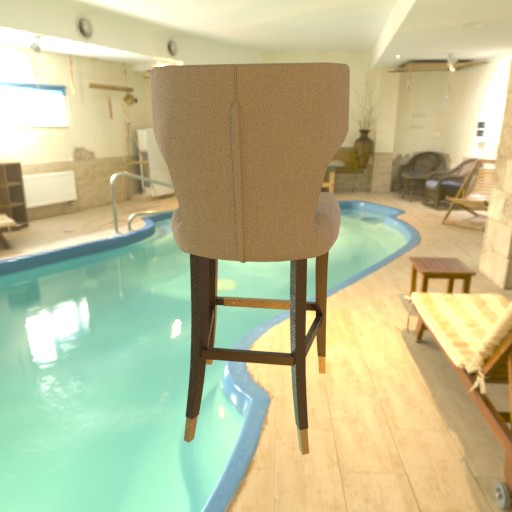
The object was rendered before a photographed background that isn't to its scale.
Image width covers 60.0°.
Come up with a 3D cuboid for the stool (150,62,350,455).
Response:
[{"bbox_3d":[0.000,0.000,1.413,0.526,1.092,0.563,2,17,8],"label":"stool"}]
